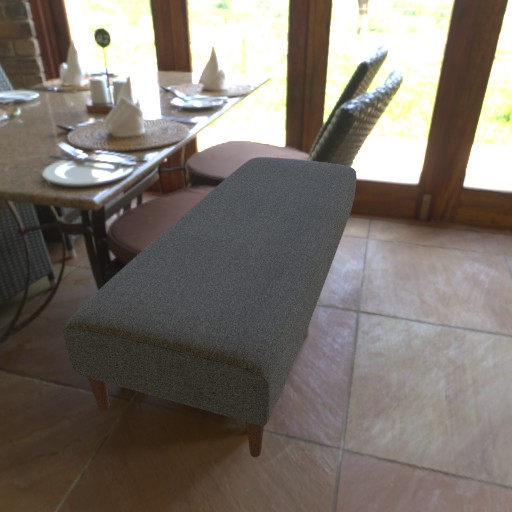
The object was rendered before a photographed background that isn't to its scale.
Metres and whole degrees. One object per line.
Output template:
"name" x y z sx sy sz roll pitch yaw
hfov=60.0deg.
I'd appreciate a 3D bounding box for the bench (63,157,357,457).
"bench" 0.000 0.000 1.855 0.631 0.384 1.598 10 31 16
